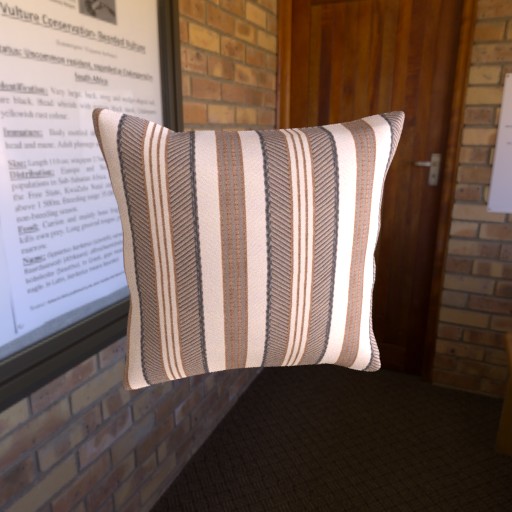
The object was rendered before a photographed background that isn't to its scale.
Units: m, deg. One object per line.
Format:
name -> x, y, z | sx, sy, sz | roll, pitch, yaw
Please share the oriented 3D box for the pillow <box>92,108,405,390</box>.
pillow -> 0.000, 0.000, 0.637 | 0.416, 0.401, 0.173 | -2, 16, -8
